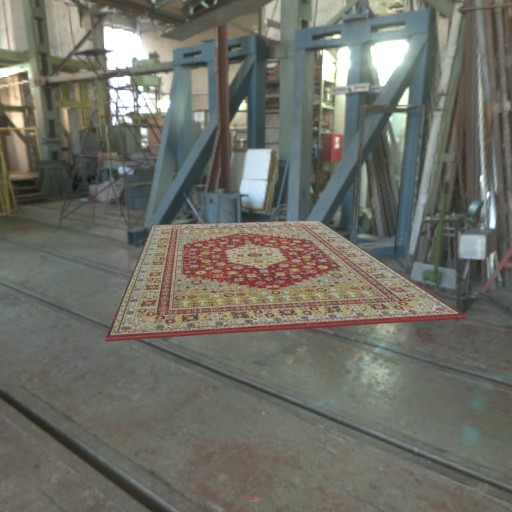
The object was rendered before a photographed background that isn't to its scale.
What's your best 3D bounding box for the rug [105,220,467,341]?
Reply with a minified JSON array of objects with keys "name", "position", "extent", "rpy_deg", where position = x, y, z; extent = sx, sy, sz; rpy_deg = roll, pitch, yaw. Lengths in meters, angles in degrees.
[{"name":"rug","position":[0.000,0.000,2.291],"extent":[1.194,0.013,1.802],"rpy_deg":[-2,15,-8]}]
